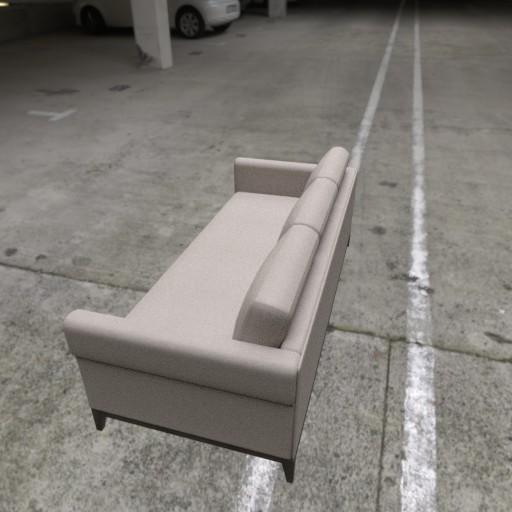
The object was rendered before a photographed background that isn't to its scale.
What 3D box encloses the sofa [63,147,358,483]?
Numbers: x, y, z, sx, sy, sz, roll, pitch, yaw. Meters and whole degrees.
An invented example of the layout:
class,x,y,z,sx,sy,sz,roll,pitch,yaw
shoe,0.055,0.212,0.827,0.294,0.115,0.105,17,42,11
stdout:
class,x,y,z,sx,sy,sz,roll,pitch,yaw
sofa,0.000,0.000,2.656,0.959,0.838,2.210,8,31,14
